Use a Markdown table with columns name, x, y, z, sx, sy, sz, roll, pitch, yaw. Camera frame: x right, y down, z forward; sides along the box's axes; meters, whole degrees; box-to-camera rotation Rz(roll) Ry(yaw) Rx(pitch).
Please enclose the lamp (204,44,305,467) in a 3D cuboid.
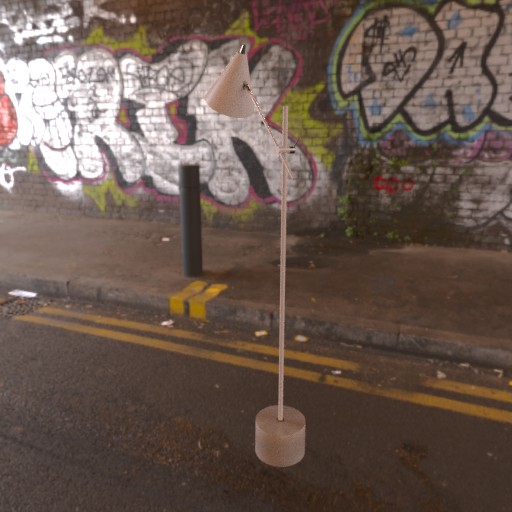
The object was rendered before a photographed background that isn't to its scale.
| name | x | y | z | sx | sy | sz | roll | pitch | yaw |
| --- | --- | --- | --- | --- | --- | --- | --- | --- | --- |
| lamp | 0.000 | 0.000 | 1.611 | 0.223 | 1.430 | 0.508 | -7 | 17 | -26 |
